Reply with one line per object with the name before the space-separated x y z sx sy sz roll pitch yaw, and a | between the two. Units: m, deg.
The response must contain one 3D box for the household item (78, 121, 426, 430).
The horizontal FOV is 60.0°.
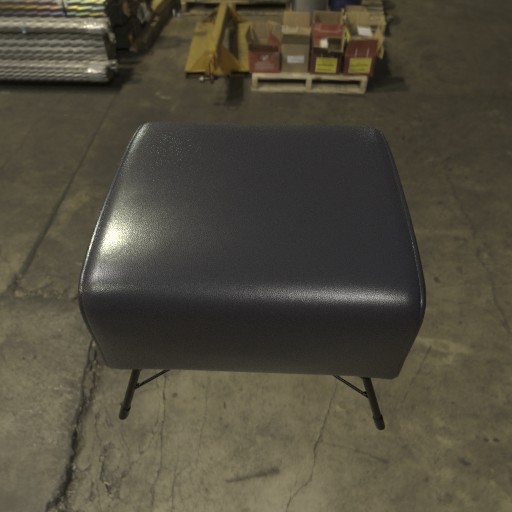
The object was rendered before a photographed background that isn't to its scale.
household item | 0.000 0.000 0.901 0.530 0.410 0.530 2 48 2
